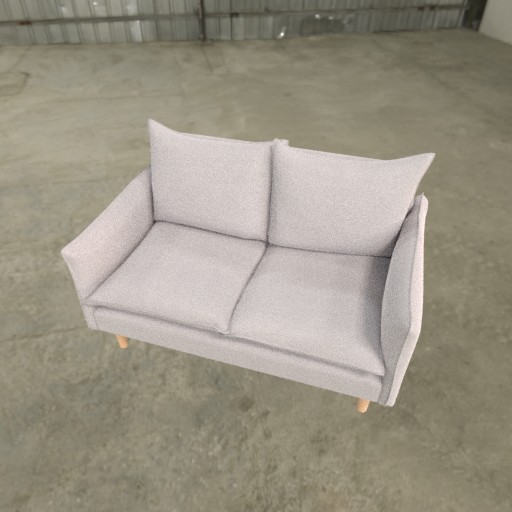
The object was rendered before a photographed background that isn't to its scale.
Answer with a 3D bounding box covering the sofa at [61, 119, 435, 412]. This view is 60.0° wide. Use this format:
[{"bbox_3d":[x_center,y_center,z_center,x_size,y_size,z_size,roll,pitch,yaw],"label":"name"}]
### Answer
[{"bbox_3d":[0.000,0.000,1.848,1.300,0.840,0.820,11,41,13],"label":"sofa"}]
